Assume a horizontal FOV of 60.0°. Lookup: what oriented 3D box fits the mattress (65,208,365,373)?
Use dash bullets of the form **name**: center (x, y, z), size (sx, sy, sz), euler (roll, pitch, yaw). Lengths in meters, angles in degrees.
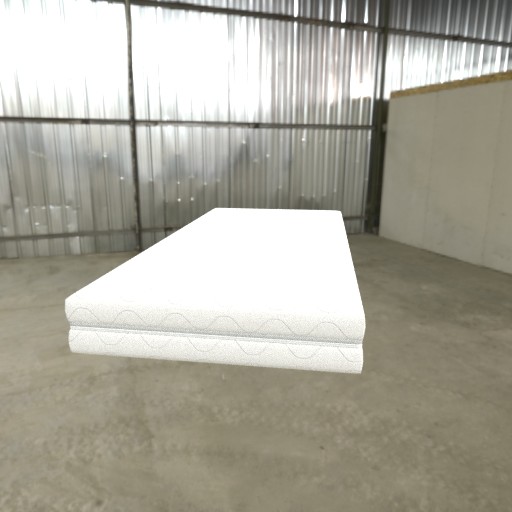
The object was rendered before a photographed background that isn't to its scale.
- **mattress**: center (0.000, 0.000, 2.209), size (0.900, 0.200, 1.900), euler (2, 15, 8)
